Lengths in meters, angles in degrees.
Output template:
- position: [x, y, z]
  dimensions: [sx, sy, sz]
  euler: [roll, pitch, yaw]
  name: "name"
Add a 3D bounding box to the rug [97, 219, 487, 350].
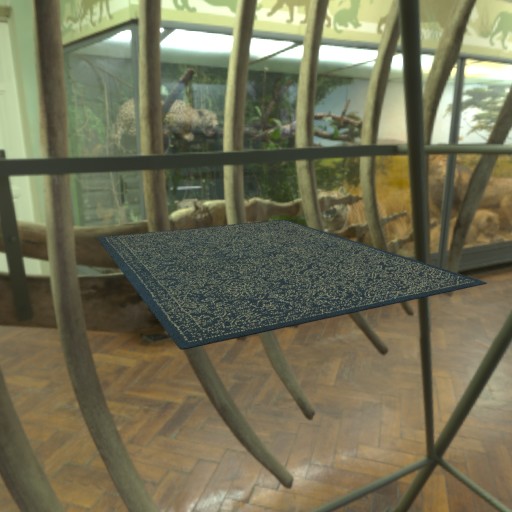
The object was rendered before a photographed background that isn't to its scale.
- position: [0.000, 0.000, 4.170]
  dimensions: [2.438, 0.010, 3.048]
  euler: [-7, 17, -26]
  name: "rug"
